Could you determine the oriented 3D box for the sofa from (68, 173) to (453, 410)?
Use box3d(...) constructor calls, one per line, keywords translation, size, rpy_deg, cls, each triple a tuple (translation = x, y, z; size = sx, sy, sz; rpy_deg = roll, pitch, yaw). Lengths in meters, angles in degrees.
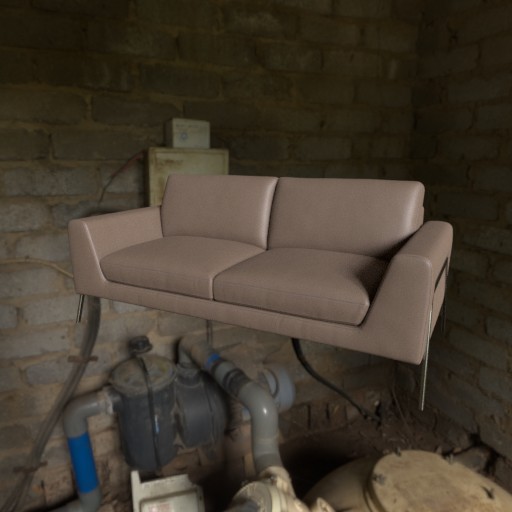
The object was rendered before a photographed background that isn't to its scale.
box3d(translation=(0.000, 0.000, 2.555), size=(2.017, 0.875, 0.953), rpy_deg=(7, 15, 27), cls="sofa")
